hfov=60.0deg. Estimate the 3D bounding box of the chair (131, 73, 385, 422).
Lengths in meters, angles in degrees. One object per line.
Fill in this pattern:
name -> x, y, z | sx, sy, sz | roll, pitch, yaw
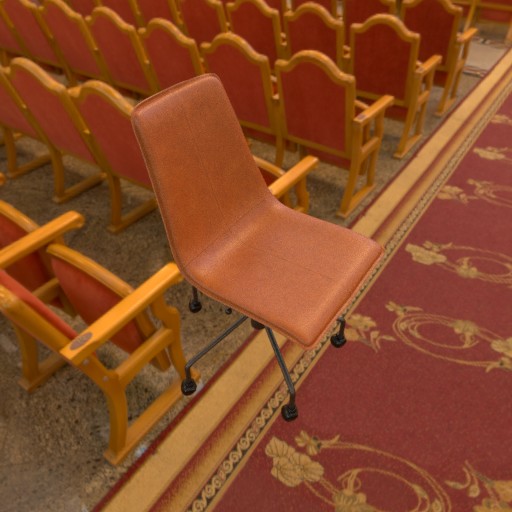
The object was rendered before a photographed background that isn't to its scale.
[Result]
chair -> 0.000, 0.000, 1.382 | 0.660, 0.920, 0.651 | 26, 48, 25
